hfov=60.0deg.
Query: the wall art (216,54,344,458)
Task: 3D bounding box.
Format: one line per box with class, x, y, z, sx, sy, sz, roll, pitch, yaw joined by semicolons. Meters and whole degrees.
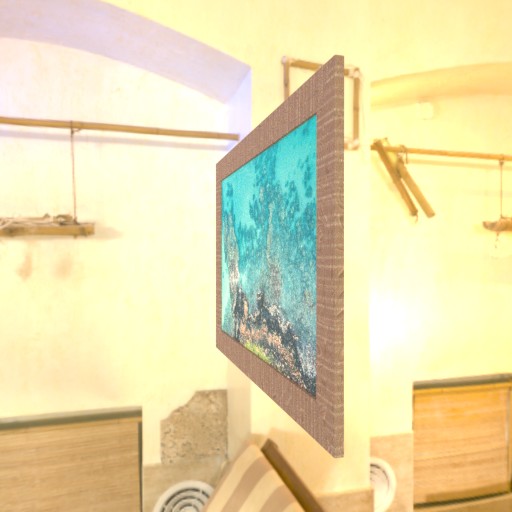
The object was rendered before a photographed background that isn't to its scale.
wall art;0.000;0.000;1.339;0.020;0.761;1.056;0;0;-17
